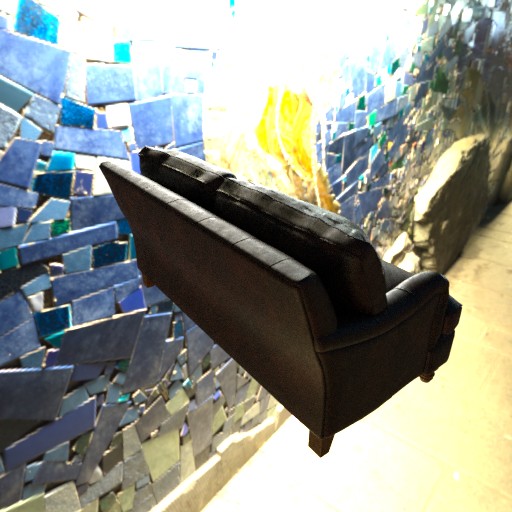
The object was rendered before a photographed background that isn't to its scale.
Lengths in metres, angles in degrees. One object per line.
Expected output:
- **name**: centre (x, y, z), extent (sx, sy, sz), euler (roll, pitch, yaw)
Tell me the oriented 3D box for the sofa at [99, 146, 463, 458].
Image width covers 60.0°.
- **sofa**: centre (0.000, 0.000, 2.725), extent (1.147, 1.071, 2.144), euler (-18, 31, -32)
